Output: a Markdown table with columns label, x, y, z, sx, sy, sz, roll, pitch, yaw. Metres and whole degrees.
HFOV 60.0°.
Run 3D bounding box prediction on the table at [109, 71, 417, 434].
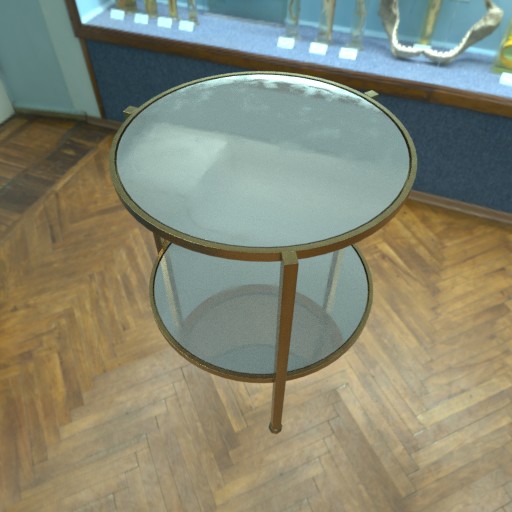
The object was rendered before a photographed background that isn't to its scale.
| label | x | y | z | sx | sy | sz | roll | pitch | yaw |
| --- | --- | --- | --- | --- | --- | --- | --- | --- | --- |
| table | 0.000 | 0.000 | 0.443 | 0.243 | 0.269 | 0.231 | 17 | 51 | 15 |
